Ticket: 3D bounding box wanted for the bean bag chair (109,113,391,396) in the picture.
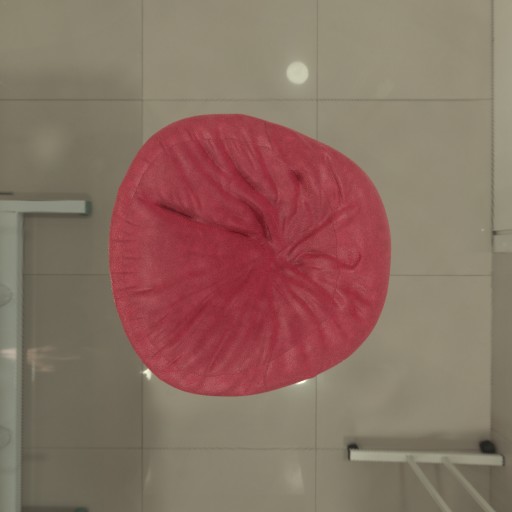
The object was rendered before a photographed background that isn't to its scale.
[{"bbox_3d":[0.000,0.000,2.503,1.524,0.878,1.524,0,90,0],"label":"bean bag chair"}]
